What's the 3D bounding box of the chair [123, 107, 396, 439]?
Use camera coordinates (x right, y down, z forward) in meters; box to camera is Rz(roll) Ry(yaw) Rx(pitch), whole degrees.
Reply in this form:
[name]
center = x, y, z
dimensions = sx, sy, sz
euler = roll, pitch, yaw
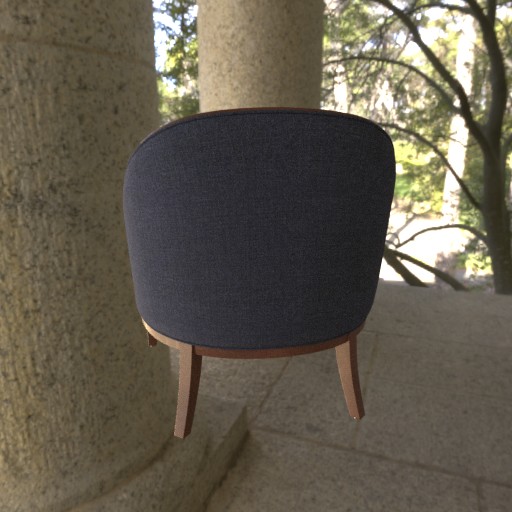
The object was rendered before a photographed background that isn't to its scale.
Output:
[chair]
center = 0.000, 0.000, 1.452
dimensions = 0.803, 0.876, 0.735
euler = -2, 14, -10
